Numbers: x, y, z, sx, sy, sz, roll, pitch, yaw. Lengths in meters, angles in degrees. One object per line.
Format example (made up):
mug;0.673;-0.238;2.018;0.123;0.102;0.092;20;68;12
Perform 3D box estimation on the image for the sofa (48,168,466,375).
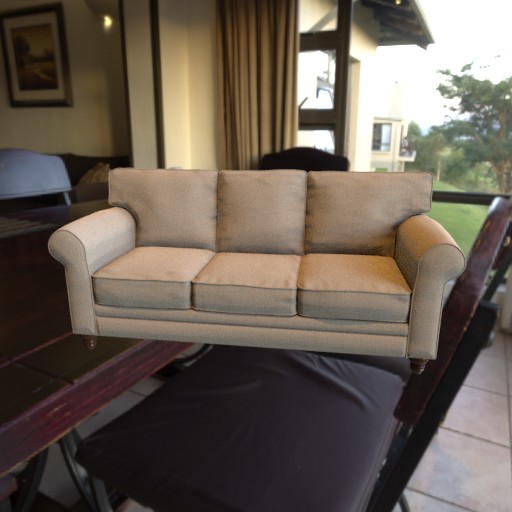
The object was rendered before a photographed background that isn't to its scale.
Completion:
sofa;0.000;0.000;2.600;2.084;0.961;0.916;2;16;8
